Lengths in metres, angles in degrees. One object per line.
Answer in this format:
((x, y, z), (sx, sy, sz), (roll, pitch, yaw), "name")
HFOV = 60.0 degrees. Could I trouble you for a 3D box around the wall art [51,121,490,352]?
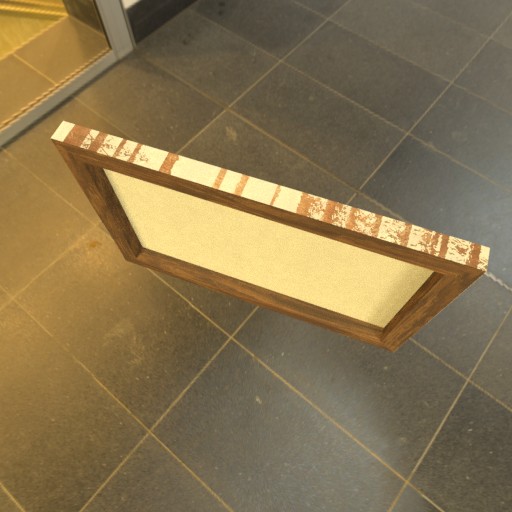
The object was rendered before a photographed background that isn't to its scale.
((0.000, 0.000, 0.773), (0.609, 0.405, 0.035), (18, 65, 9), "wall art")
